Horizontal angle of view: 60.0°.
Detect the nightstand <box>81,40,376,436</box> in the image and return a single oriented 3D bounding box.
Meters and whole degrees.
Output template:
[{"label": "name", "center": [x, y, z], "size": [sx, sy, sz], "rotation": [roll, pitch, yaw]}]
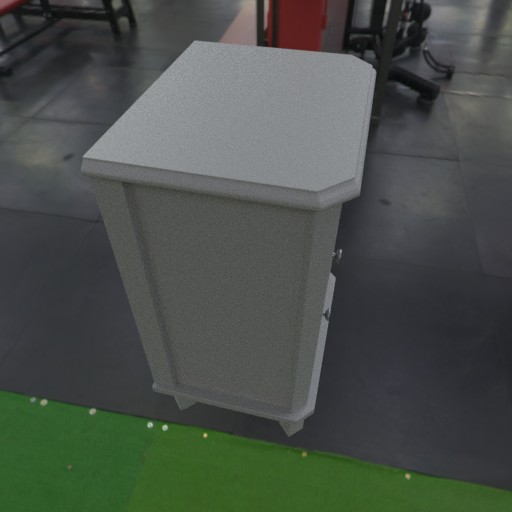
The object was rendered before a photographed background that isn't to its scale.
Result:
[{"label": "nightstand", "center": [0.000, 0.000, 0.920], "size": [0.350, 0.680, 0.450], "rotation": [10, 46, 10]}]
